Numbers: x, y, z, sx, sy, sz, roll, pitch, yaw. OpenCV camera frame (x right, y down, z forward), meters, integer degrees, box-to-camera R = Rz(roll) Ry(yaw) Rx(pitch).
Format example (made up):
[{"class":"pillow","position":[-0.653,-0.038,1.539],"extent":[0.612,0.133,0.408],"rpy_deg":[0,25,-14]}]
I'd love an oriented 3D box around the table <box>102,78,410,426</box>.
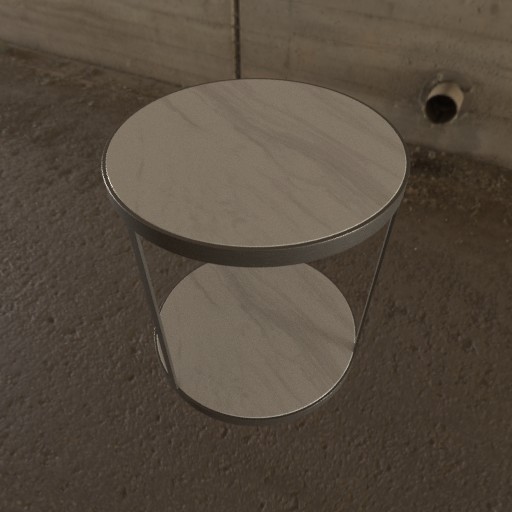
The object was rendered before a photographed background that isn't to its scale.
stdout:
[{"class":"table","position":[0.000,0.000,0.828],"extent":[0.445,0.479,0.445],"rpy_deg":[0,46,0]}]
